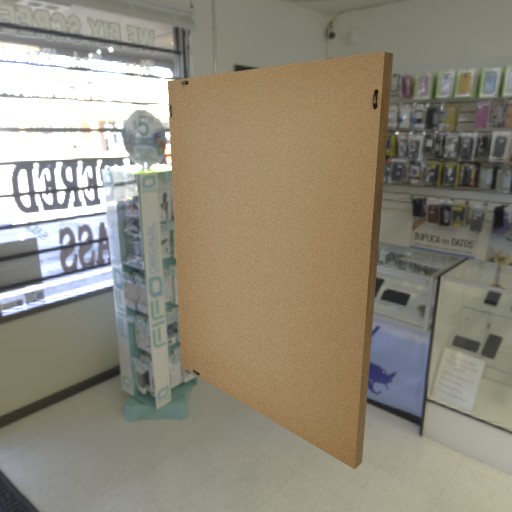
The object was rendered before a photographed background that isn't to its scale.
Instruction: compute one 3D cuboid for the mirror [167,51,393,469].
[{"bbox_3d":[0.000,0.000,1.302,0.762,1.016,0.041,15,21,42],"label":"mirror"}]
